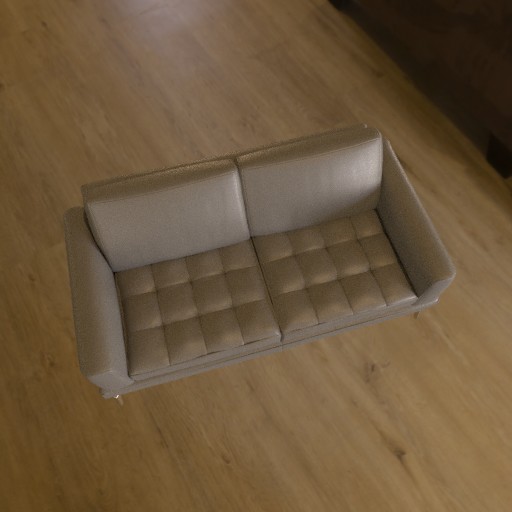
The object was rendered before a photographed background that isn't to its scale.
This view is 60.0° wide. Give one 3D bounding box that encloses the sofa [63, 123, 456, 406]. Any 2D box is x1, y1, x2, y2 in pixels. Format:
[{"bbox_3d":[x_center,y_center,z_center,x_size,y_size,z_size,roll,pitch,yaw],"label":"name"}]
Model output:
[{"bbox_3d":[0.000,0.000,2.733,2.177,0.930,1.121,-14,64,-7],"label":"sofa"}]
